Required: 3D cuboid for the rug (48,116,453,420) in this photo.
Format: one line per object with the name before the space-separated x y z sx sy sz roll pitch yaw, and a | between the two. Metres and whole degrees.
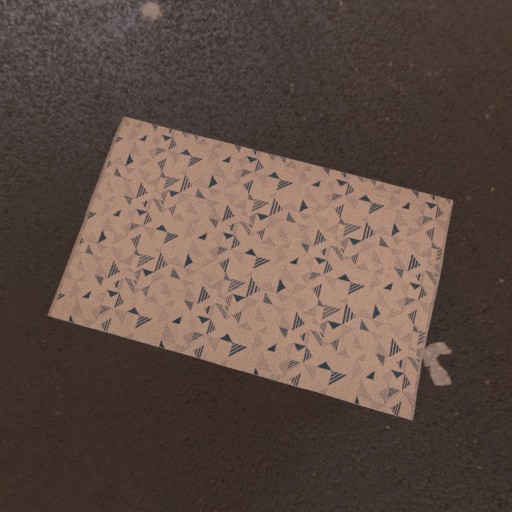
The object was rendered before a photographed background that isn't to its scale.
rug | 0.000 0.000 3.013 2.457 0.009 1.512 15 77 4
